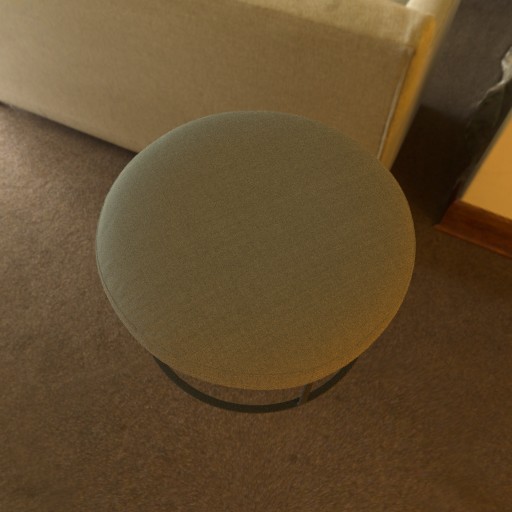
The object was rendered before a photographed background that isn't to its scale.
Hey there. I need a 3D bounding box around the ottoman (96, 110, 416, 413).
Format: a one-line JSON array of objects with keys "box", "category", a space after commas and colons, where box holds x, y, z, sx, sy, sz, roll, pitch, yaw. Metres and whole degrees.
[{"box": [0.000, 0.000, 1.208, 0.772, 0.460, 0.772, 0, 59, 0], "category": "ottoman"}]
